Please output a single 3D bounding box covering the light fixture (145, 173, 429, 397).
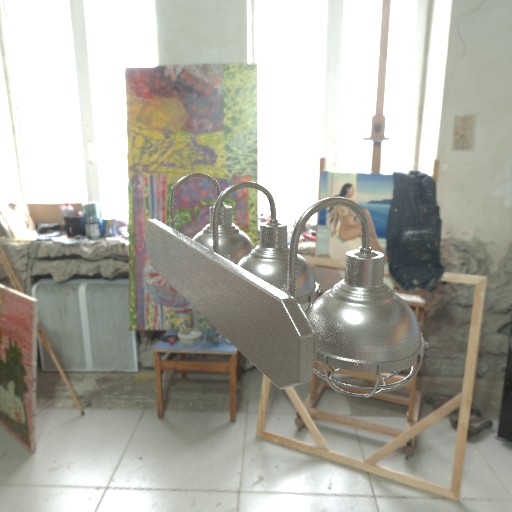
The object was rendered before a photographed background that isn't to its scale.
[{"bbox_3d":[0.000,0.000,0.759,0.229,0.254,0.634,-7,16,-26],"label":"light fixture"}]
